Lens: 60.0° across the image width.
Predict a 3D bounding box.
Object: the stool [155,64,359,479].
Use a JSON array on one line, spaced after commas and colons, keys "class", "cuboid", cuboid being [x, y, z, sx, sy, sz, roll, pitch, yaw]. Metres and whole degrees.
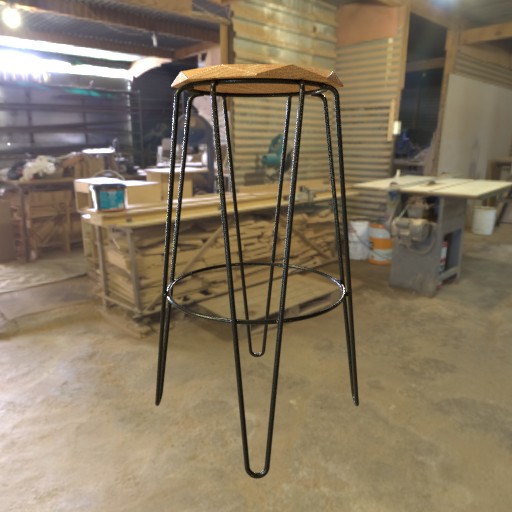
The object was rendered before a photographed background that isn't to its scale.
[{"class": "stool", "cuboid": [0.000, 0.000, 0.804, 0.326, 0.610, 0.326, -14, 21, -43]}]
